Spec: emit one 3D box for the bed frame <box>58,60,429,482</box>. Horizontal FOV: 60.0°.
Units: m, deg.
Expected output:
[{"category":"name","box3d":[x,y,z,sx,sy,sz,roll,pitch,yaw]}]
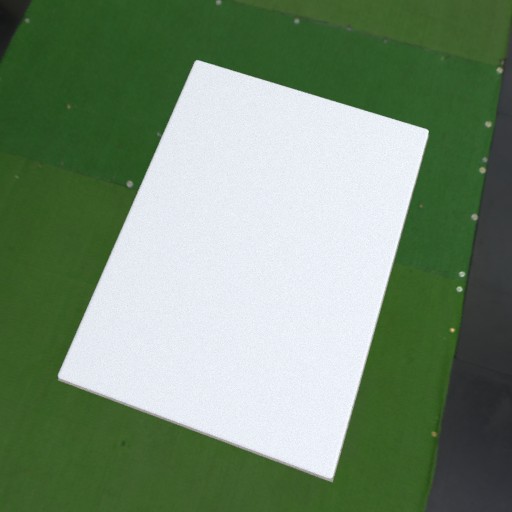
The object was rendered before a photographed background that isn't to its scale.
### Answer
[{"category":"bed frame","box3d":[0.000,0.000,2.547,1.448,0.490,1.944,19,77,4]}]
